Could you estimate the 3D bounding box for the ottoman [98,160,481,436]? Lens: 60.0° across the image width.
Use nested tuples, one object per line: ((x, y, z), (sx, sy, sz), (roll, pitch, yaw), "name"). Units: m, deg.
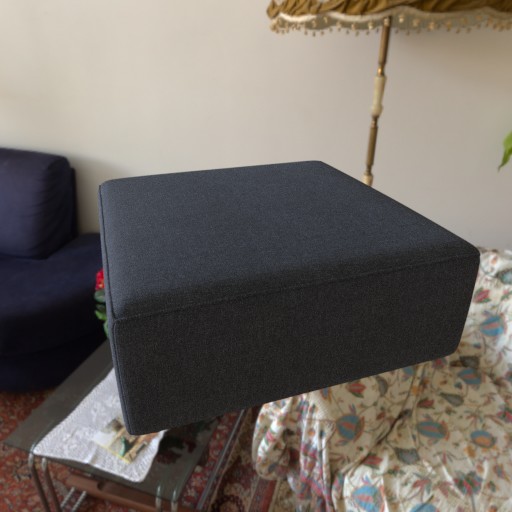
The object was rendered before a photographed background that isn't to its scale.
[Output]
((0.000, 0.000, 1.539), (1.000, 0.439, 1.000), (-9, 28, -17), "ottoman")
